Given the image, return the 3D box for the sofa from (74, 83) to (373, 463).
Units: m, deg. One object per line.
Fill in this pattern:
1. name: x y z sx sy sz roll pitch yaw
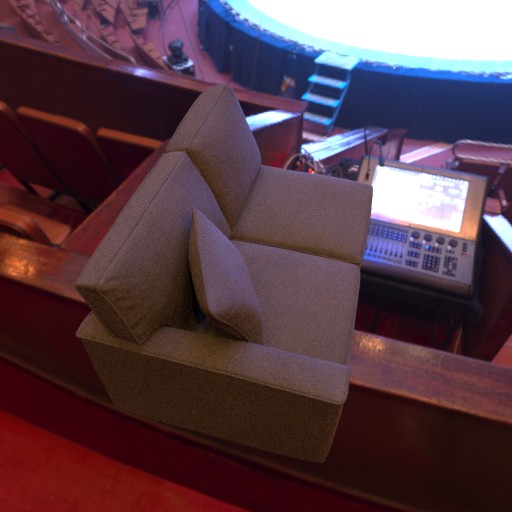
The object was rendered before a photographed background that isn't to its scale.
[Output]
1. sofa: 0.000 0.000 2.059 0.991 0.989 1.388 11 48 10
